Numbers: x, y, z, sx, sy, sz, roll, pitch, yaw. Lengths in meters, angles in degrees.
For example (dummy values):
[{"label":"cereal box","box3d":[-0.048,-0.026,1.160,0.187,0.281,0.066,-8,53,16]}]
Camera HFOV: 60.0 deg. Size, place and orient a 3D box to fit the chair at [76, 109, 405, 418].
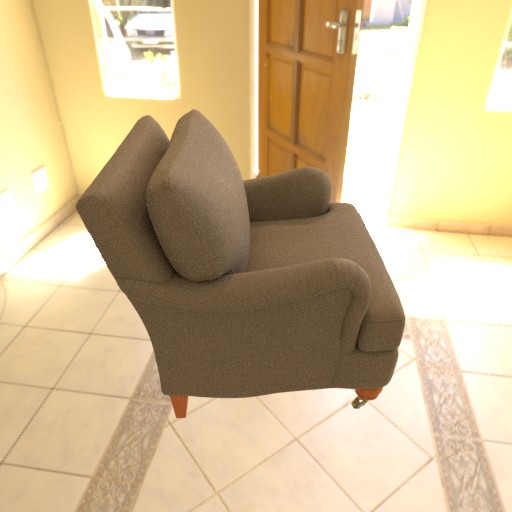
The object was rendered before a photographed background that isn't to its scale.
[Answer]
[{"label":"chair","box3d":[0.000,0.000,1.887,1.070,1.038,0.955,0,33,-1]}]
